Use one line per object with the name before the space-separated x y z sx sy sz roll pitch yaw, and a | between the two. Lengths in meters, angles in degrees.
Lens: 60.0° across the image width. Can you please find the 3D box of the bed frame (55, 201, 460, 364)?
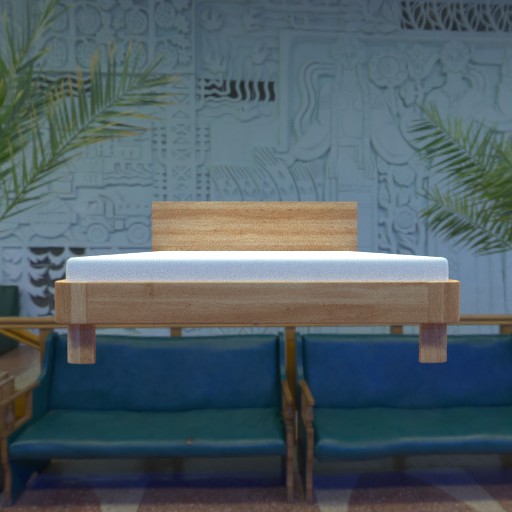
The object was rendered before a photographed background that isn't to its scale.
bed frame | 0.000 0.000 3.028 1.872 0.940 2.092 0 1 -1
